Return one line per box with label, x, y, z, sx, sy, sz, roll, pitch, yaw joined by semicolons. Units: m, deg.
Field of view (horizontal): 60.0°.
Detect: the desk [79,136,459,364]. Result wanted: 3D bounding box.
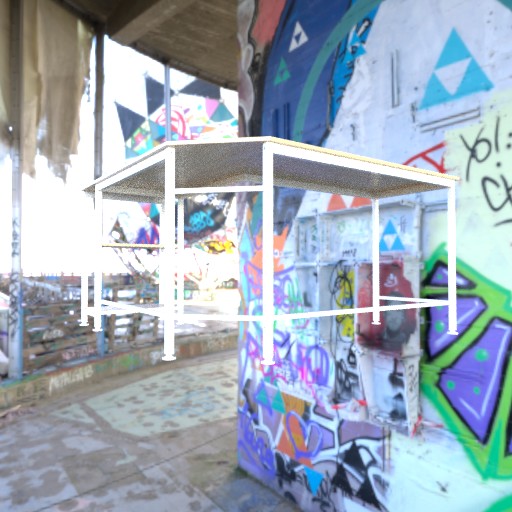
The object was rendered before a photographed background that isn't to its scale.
desk;0.000;0.000;2.248;1.379;0.739;1.379;1;-2;-36
